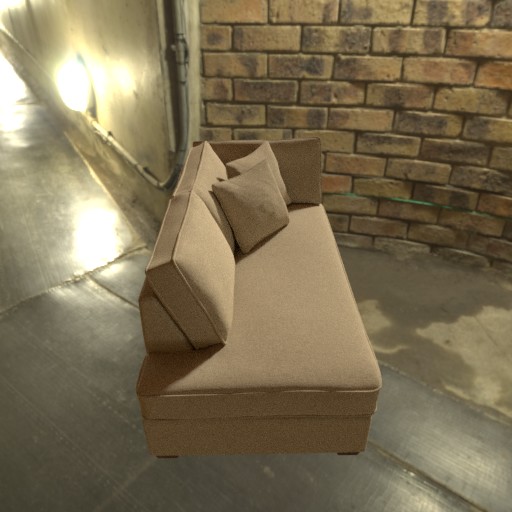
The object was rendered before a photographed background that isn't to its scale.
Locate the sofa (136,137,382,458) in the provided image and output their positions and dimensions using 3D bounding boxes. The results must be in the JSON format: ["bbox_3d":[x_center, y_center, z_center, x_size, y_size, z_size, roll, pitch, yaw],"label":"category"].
[{"bbox_3d":[0.000,0.000,2.841,1.110,1.033,2.237,0,32,-1],"label":"sofa"}]
